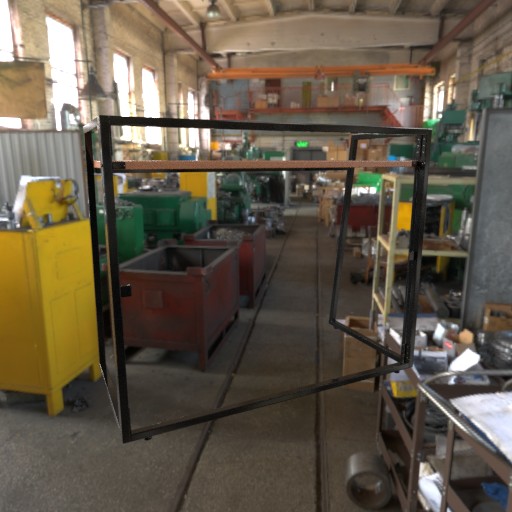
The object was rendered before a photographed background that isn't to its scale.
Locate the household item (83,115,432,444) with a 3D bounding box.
[{"bbox_3d":[0.000,0.000,1.554,1.050,0.860,0.510,-6,14,-25],"label":"household item"}]
